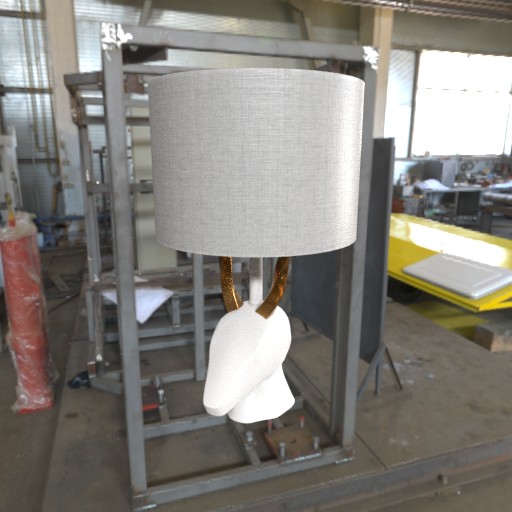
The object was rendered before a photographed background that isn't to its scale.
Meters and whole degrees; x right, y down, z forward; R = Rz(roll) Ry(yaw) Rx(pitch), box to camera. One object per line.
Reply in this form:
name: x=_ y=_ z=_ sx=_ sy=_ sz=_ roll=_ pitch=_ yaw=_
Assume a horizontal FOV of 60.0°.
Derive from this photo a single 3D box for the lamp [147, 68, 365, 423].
lamp: x=0.000 y=0.000 z=0.684 sx=0.298 sy=0.503 sz=0.298 roll=7 pitch=15 yaw=26
